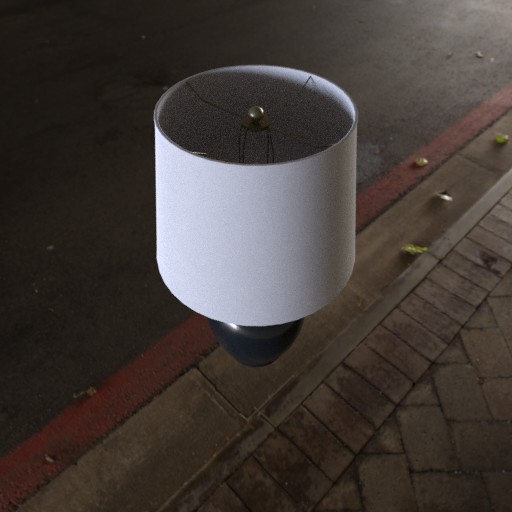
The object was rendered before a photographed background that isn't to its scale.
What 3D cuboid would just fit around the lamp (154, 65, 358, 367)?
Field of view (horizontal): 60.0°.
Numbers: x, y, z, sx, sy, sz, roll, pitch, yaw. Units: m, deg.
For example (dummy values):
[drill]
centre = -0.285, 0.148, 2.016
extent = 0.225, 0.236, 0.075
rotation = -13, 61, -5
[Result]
[lamp]
centre = 0.000, 0.000, 0.556
extent = 0.239, 0.399, 0.239
rotation = 0, 46, 0
